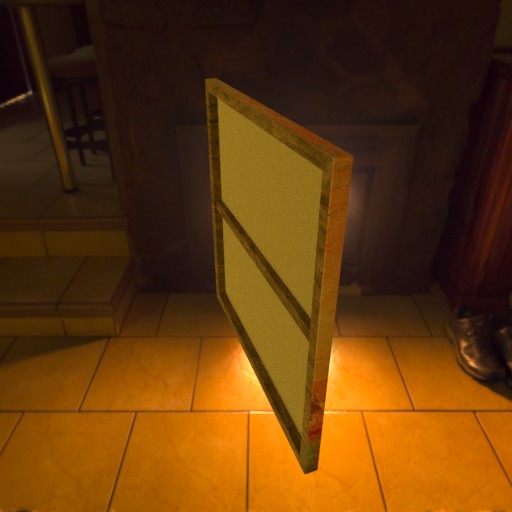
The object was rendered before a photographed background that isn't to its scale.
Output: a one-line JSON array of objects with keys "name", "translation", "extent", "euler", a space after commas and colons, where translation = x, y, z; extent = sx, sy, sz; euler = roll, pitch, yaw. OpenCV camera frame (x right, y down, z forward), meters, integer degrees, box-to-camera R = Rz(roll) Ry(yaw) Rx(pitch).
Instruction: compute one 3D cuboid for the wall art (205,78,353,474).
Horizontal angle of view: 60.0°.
[{"name": "wall art", "translation": [0.000, 0.000, 1.134], "extent": [0.035, 0.747, 0.747], "euler": [-10, 32, -17]}]
